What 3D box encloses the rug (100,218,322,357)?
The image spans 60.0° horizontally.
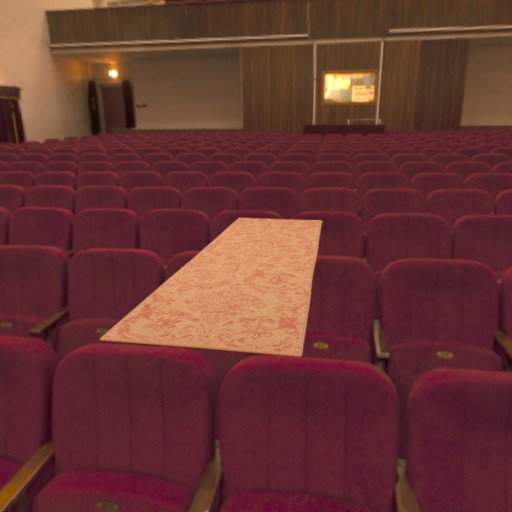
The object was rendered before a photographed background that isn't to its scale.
[{"bbox_3d":[0.000,0.000,2.437,0.662,0.011,2.196,3,16,9],"label":"rug"}]
